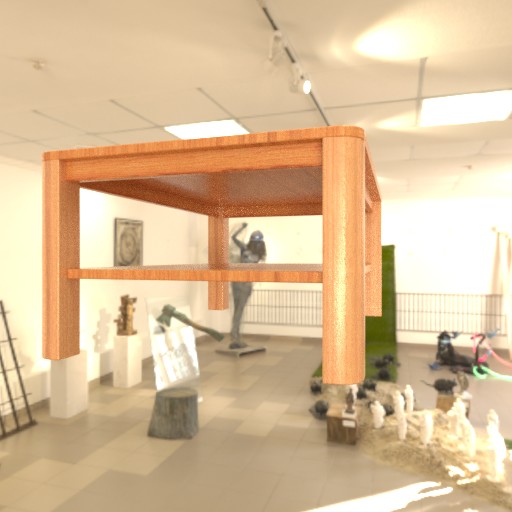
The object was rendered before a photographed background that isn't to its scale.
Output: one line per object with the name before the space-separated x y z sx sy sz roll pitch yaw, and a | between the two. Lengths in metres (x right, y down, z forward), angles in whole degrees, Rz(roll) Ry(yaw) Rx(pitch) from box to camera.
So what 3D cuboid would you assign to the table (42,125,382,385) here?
table | 0.000 0.000 1.326 0.696 0.445 0.997 0 0 18
